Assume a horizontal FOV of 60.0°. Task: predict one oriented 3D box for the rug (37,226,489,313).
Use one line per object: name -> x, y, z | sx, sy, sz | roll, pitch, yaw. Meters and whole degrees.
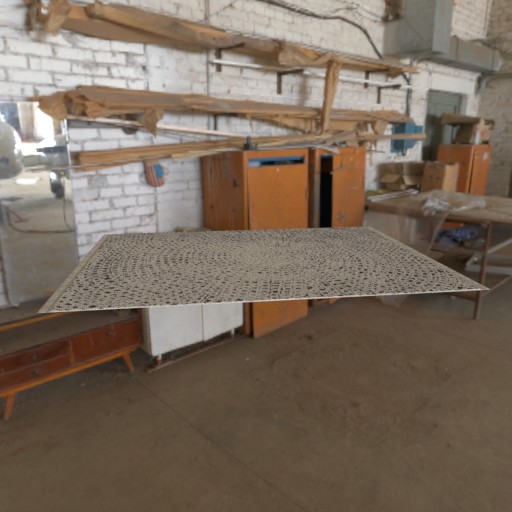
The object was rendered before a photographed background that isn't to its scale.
rug -> 0.000, 0.000, 2.148 | 1.634, 0.003, 1.190 | -2, 16, -8
